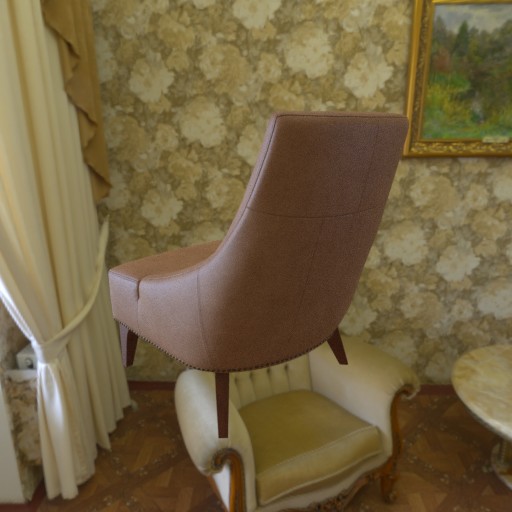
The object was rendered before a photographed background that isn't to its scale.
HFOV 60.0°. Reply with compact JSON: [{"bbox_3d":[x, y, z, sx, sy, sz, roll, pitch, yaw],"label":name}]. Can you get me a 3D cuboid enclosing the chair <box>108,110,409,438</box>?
[{"bbox_3d":[0.000,0.000,1.492,0.701,0.909,0.861,-15,22,-41],"label":"chair"}]
